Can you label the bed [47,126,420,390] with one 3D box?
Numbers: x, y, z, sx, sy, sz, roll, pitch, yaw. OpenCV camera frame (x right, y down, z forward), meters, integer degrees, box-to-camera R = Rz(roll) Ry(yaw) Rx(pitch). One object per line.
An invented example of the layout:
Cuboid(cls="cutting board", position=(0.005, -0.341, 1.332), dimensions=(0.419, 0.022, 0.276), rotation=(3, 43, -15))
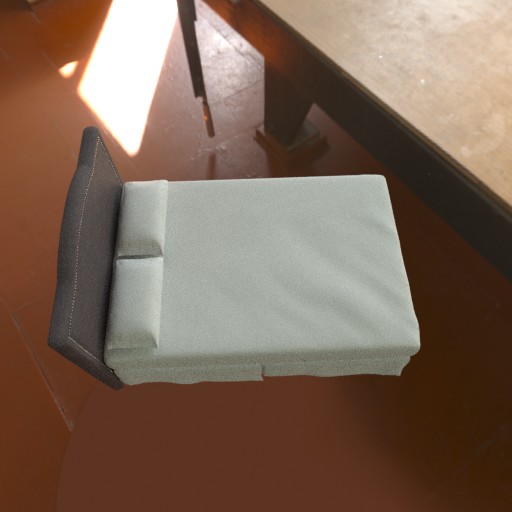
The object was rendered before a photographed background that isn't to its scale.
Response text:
Cuboid(cls="bed", position=(0.000, 0.000, 3.526), dimensions=(2.507, 1.441, 1.741), rotation=(-2, 64, -1))
